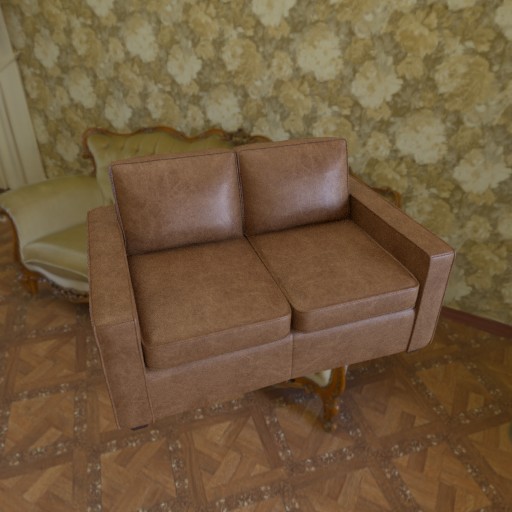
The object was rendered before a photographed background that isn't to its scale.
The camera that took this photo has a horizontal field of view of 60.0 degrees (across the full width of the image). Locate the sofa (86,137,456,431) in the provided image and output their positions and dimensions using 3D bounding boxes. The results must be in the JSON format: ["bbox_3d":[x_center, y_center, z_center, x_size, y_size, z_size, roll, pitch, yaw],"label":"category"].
[{"bbox_3d":[0.000,0.000,2.166,1.532,0.896,1.020,-10,34,-16],"label":"sofa"}]
